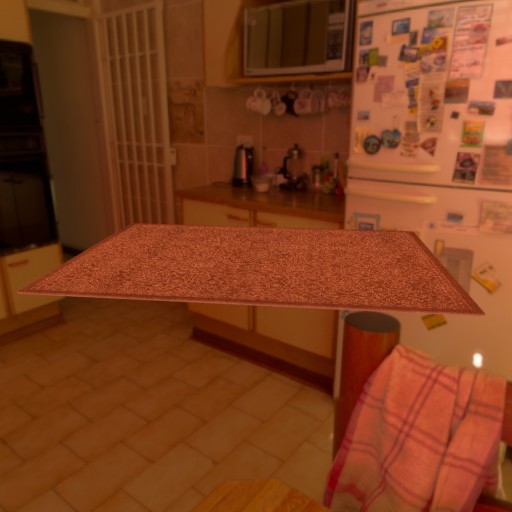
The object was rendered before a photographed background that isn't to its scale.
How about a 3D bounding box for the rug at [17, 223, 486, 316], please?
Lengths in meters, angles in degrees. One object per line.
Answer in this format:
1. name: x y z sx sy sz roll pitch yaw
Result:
1. rug: 0.000 0.000 2.284 1.829 0.010 1.219 2 18 7
